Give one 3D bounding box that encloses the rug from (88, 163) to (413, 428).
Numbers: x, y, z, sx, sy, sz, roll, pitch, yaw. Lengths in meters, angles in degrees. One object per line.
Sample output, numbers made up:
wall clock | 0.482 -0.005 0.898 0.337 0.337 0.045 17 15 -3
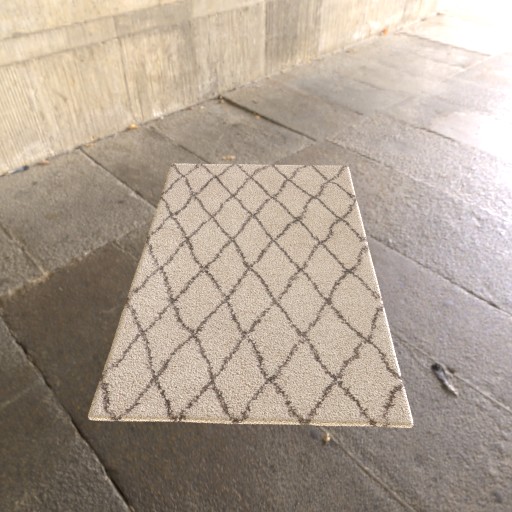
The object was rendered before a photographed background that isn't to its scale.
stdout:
rug | 0.000 0.000 3.431 1.778 0.030 2.743 1 42 1
